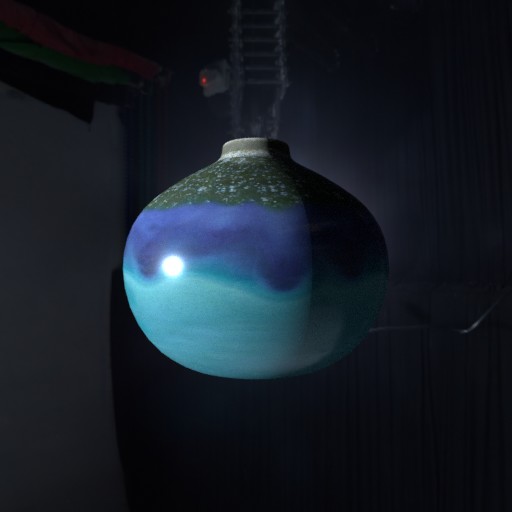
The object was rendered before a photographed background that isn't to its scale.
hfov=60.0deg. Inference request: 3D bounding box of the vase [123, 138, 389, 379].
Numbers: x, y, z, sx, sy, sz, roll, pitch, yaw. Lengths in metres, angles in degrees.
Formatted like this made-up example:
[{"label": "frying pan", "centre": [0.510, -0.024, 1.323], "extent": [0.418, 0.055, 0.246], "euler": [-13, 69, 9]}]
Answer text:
[{"label": "vase", "centre": [0.000, 0.000, 0.268], "extent": [0.154, 0.133, 0.154], "euler": [0, 0, 0]}]
